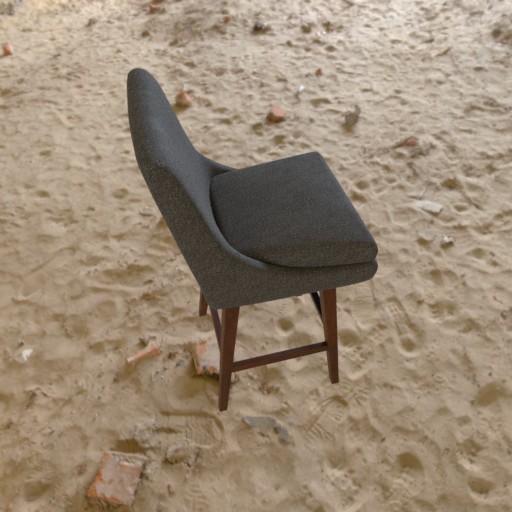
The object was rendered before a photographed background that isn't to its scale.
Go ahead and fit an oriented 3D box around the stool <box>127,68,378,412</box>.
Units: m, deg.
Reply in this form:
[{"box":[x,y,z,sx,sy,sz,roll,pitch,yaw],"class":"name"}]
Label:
[{"box":[0.000,0.000,1.382,0.572,1.068,0.489,-11,48,-10],"class":"stool"}]
